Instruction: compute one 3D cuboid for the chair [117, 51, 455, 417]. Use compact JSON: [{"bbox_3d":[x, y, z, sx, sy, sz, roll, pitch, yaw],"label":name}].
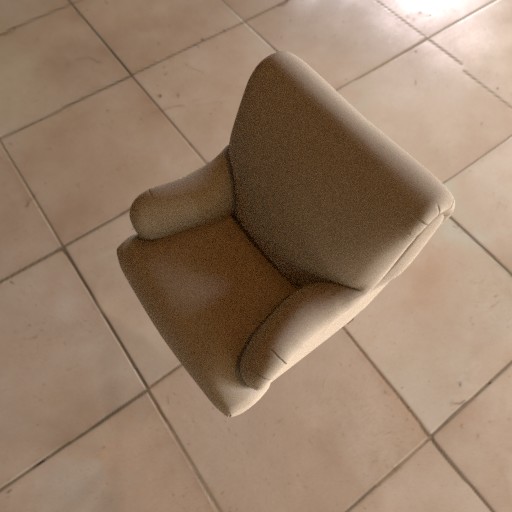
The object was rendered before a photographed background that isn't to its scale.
[{"bbox_3d":[0.000,0.000,1.568,0.842,0.942,0.766,-34,69,-15],"label":"chair"}]
